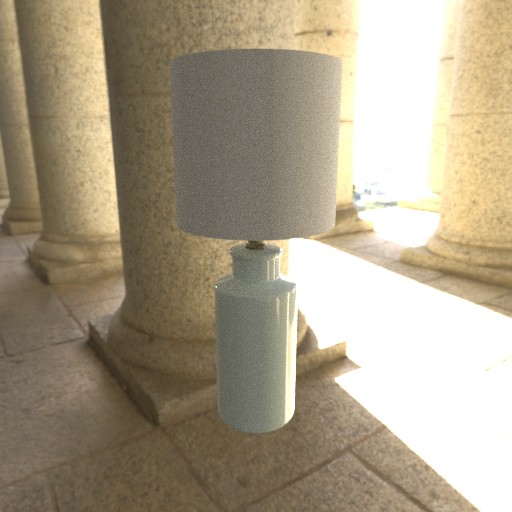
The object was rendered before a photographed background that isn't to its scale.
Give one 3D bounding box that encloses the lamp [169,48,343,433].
[{"bbox_3d":[0.000,0.000,0.615,0.212,0.493,0.212,7,17,25],"label":"lamp"}]
